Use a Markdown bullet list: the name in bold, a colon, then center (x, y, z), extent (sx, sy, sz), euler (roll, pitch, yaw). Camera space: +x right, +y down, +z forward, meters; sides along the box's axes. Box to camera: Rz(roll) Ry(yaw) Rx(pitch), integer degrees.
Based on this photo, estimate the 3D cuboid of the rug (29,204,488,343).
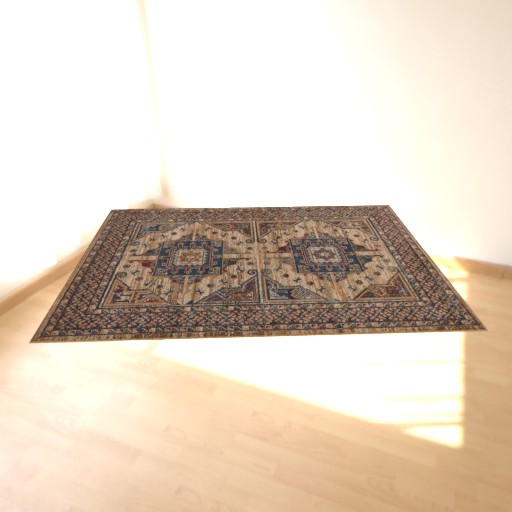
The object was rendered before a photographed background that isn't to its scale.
- **rug**: center (0.000, 0.000, 2.848), extent (2.227, 0.008, 1.611), euler (-1, 29, -2)
